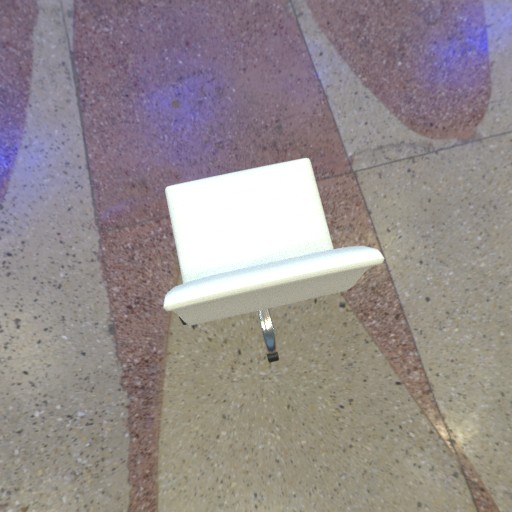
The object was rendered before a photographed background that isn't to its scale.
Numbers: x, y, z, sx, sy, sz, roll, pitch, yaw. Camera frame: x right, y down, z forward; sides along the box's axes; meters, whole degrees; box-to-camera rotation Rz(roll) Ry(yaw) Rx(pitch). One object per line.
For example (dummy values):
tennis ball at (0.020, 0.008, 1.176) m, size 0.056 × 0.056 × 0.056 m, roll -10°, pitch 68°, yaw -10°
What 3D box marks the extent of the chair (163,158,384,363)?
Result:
chair at (0.000, 0.000, 1.163) m, size 0.556 × 0.780 × 0.530 m, roll -12°, pitch 75°, yaw -3°
